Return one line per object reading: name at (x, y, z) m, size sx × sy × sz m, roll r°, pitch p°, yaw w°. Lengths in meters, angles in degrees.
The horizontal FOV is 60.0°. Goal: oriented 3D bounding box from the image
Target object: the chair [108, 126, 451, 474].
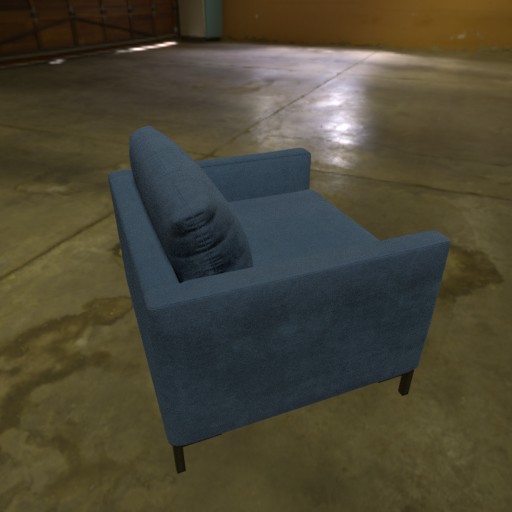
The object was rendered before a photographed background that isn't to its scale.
chair at (0.000, 0.000, 1.590) m, size 0.875 × 0.812 × 0.964 m, roll -11°, pitch 33°, yaw -18°
